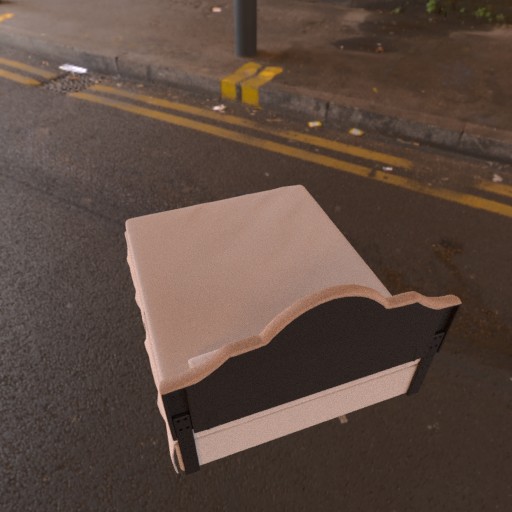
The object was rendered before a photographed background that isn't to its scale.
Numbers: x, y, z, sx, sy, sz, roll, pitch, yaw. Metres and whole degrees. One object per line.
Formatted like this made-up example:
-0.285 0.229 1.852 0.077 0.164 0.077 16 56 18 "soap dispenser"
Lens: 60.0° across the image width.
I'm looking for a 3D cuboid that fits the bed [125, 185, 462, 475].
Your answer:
0.000 0.000 2.952 1.667 1.194 1.970 -13 43 -15 "bed"
